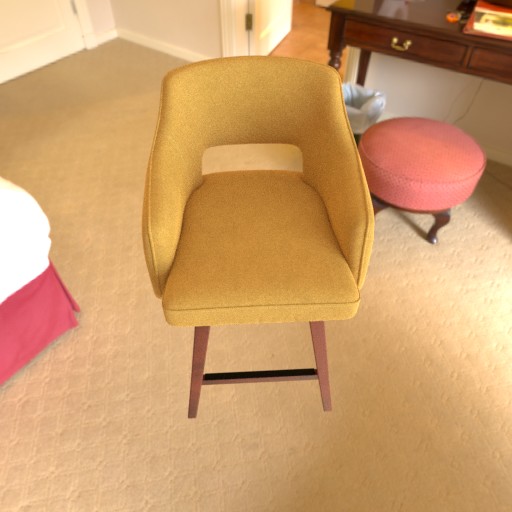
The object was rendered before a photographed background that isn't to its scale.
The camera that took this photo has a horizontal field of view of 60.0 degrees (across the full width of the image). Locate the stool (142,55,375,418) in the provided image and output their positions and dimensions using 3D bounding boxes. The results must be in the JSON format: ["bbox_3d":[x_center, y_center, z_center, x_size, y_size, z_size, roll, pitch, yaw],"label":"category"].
[{"bbox_3d":[0.000,0.000,1.277,0.548,0.924,0.558,-2,46,-2],"label":"stool"}]
